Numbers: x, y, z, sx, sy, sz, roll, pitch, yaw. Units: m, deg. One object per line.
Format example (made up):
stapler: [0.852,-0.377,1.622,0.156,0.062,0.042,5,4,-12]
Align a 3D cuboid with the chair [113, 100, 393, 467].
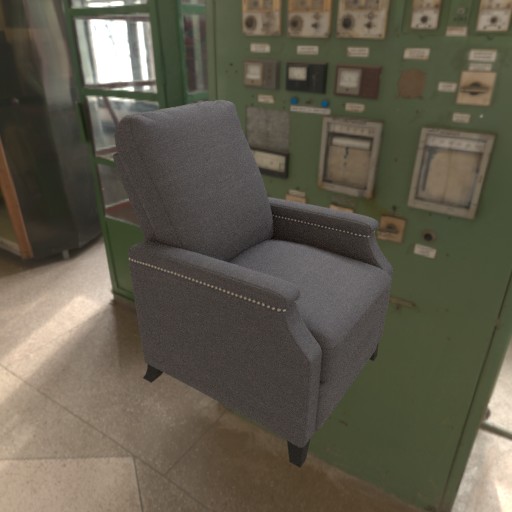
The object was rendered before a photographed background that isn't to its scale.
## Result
chair: [0.000,0.000,1.691,0.922,1.049,0.710,17,32,31]
